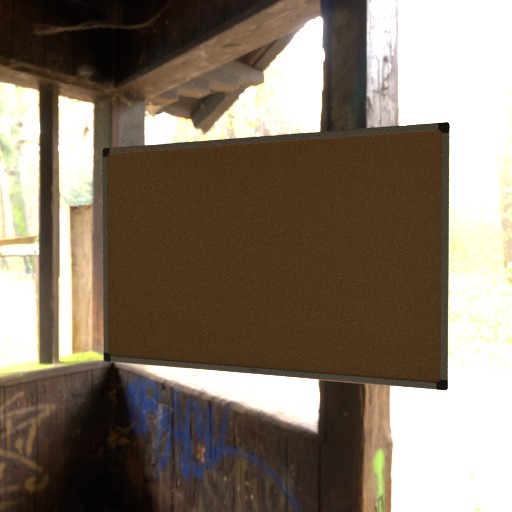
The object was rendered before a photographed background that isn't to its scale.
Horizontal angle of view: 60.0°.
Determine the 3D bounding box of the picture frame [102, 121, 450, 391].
[{"bbox_3d":[0.000,0.000,1.118,0.900,0.600,0.010,0,1,17],"label":"picture frame"}]
